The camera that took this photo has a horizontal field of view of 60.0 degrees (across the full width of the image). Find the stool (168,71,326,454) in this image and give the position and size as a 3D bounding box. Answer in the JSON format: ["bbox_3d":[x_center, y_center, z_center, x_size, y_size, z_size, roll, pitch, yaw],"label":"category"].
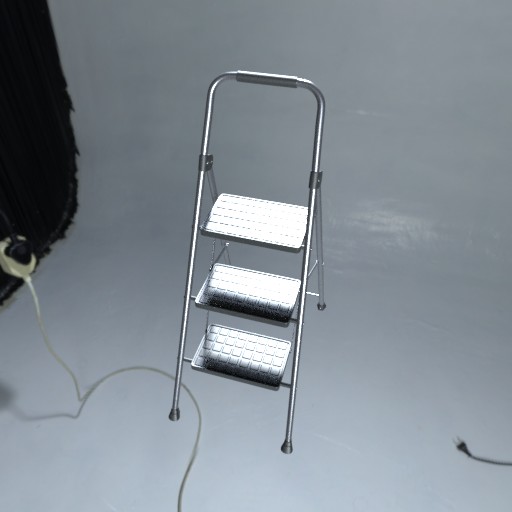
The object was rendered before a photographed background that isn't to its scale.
[{"bbox_3d":[0.000,0.000,1.480,0.473,1.121,0.733,11,43,12],"label":"stool"}]
